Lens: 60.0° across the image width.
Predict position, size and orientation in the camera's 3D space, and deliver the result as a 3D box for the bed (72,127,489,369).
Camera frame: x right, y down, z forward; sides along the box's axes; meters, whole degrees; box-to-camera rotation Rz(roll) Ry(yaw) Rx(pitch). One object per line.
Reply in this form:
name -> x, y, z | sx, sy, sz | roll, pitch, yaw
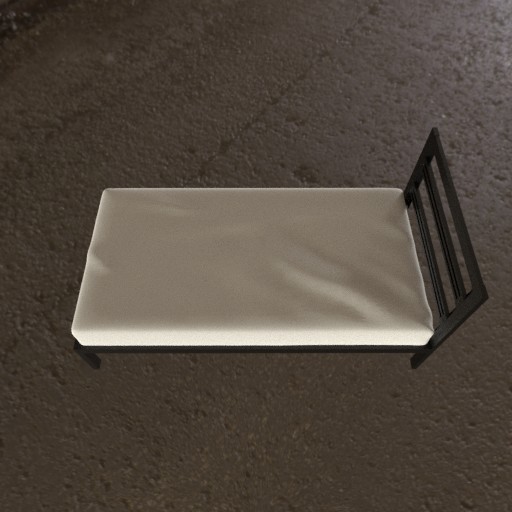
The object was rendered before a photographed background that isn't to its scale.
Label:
bed -> 0.000, 0.000, 2.482 | 1.930, 0.967, 0.991 | 0, 59, 0
